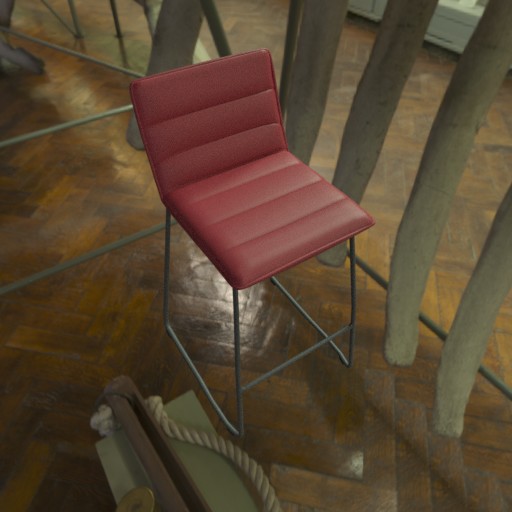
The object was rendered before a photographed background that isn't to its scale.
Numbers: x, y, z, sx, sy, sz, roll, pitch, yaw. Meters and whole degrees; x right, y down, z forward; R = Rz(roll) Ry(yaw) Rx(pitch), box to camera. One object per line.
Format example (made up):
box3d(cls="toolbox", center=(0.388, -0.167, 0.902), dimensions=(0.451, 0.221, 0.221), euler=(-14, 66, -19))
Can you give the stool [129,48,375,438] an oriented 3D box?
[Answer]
box3d(cls="stool", center=(0.000, 0.000, 1.265), dimensions=(0.489, 0.937, 0.524), euler=(-25, 51, -22))
